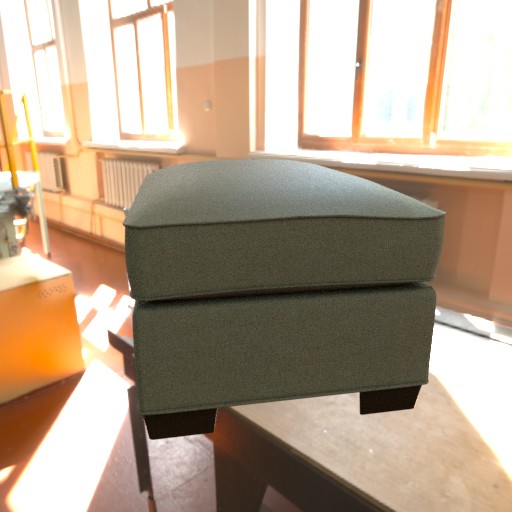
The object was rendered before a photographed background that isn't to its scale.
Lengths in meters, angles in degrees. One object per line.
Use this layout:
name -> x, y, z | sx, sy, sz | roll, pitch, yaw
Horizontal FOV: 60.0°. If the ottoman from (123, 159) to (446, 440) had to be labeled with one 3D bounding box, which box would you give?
ottoman -> 0.000, 0.000, 1.242 | 0.619, 0.504, 0.843 | -3, 17, -10
